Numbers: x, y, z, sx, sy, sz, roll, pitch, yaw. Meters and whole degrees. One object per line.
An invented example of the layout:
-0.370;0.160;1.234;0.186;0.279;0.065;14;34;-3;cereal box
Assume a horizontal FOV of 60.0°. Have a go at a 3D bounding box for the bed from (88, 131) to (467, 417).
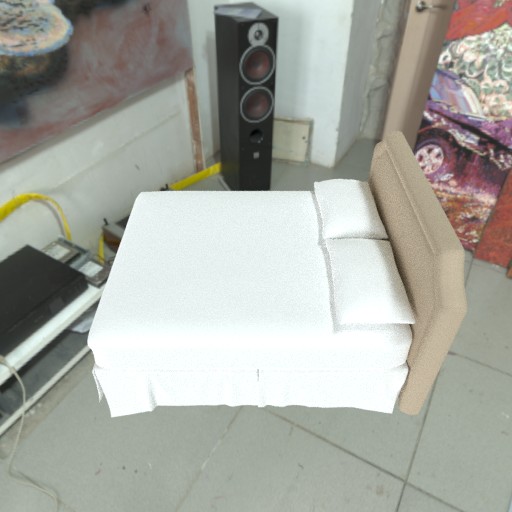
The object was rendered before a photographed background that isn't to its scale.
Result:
0.000;0.000;3.228;2.204;1.301;1.828;0;42;0;bed
